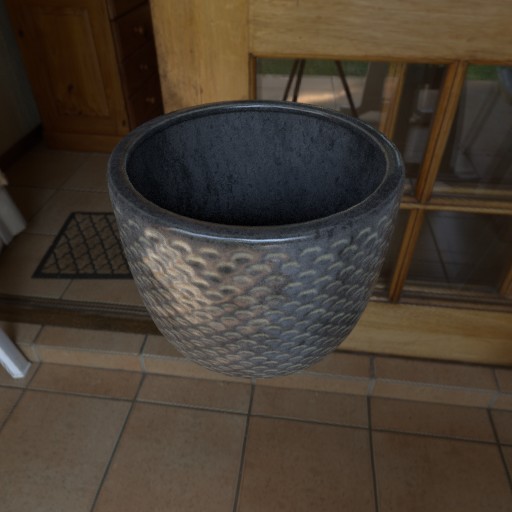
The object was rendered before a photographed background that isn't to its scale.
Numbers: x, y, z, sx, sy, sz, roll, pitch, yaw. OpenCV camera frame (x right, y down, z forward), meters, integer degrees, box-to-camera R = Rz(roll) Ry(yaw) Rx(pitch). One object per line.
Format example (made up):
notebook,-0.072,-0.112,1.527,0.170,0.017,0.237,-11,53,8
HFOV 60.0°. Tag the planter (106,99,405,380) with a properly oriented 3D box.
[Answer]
planter,0.000,0.000,0.310,0.172,0.160,0.172,0,39,0
